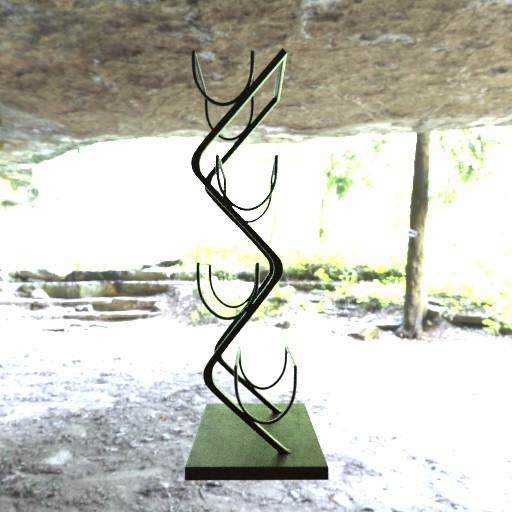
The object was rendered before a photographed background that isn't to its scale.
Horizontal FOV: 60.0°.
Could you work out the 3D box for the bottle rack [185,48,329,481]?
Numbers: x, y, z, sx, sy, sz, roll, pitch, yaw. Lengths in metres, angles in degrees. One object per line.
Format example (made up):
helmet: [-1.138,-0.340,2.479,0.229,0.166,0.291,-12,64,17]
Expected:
bottle rack: [0.000,0.000,0.679,0.178,0.559,0.254,0,-1,0]
